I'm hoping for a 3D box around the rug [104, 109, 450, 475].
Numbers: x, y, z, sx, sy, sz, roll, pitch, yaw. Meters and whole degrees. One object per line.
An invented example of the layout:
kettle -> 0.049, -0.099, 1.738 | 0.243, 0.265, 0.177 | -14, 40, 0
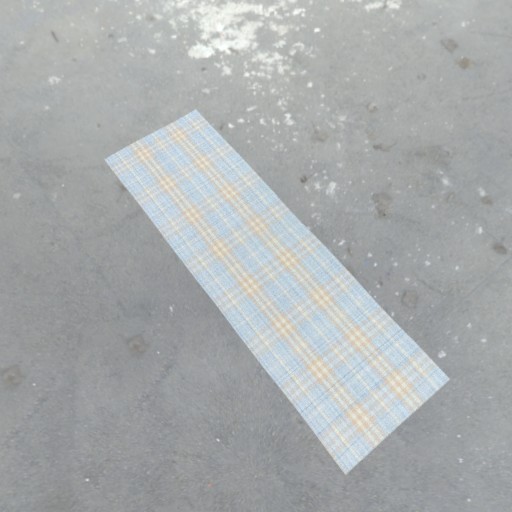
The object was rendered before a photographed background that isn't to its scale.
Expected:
rug -> 0.000, 0.000, 2.705 | 0.762, 0.013, 2.439 | -34, 68, -16
